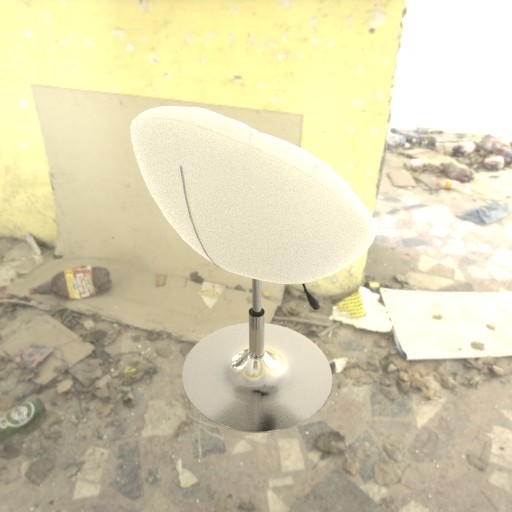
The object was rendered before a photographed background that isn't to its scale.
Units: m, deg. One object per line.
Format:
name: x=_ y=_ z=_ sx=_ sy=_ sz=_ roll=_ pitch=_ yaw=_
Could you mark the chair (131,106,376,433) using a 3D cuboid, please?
chair: x=0.000 y=0.000 z=1.799 sx=0.940 sy=1.261 sz=0.736 roll=21 pitch=36 yaw=32
